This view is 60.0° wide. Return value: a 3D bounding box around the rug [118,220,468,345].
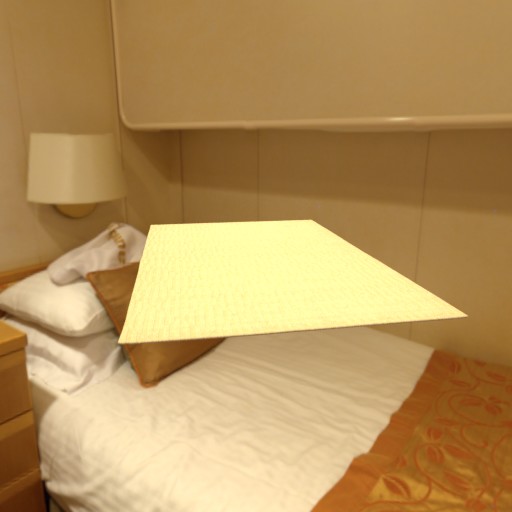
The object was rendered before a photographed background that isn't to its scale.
[{"bbox_3d":[0.000,0.000,3.016,1.531,0.014,2.441,-3,15,-10],"label":"rug"}]
